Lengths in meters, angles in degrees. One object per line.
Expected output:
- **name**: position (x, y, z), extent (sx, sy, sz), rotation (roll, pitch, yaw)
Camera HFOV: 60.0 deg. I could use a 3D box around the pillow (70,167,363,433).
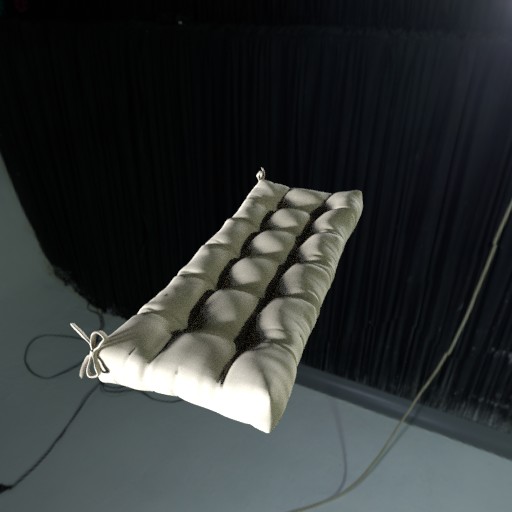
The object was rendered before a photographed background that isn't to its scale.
- **pillow**: position (0.000, 0.000, 1.395), extent (0.511, 0.174, 1.194), rotation (11, 33, 17)
